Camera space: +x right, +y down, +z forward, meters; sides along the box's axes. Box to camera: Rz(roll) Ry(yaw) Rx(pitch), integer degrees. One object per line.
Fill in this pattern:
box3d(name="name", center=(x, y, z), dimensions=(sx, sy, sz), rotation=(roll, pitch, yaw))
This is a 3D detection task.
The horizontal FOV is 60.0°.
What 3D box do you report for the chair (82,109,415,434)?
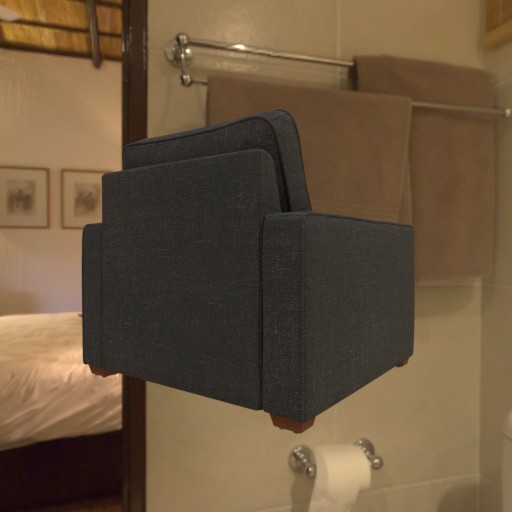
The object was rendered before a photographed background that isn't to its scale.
box3d(name="chair", center=(0.000, 0.000, 1.782), dimensions=(1.017, 0.919, 0.940), rotation=(1, 1, 36))
